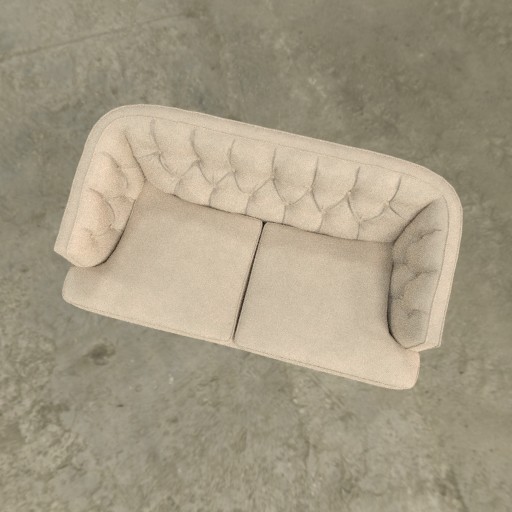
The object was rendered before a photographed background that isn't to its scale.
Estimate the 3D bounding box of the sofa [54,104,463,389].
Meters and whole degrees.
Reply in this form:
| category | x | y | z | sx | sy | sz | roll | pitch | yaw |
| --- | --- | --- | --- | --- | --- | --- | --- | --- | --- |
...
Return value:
| category | x | y | z | sx | sy | sz | roll | pitch | yaw |
| --- | --- | --- | --- | --- | --- | --- | --- | --- | --- |
| sofa | 0.000 | 0.000 | 2.228 | 1.731 | 0.878 | 0.940 | 14 | 75 | 4 |
